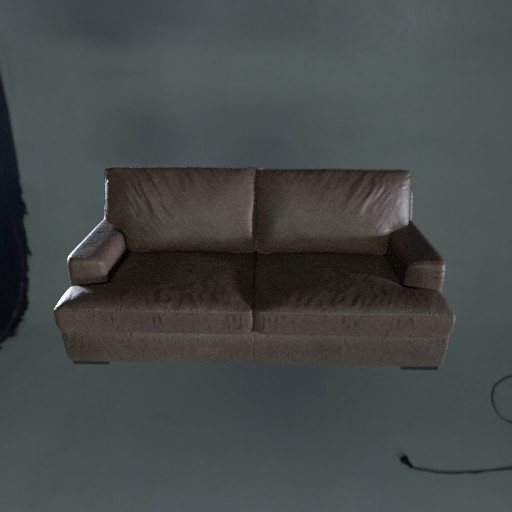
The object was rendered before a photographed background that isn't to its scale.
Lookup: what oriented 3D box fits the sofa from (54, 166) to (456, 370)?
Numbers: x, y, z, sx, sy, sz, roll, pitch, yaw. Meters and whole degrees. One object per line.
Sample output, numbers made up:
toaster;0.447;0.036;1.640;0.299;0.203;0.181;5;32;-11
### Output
sofa;0.000;0.000;2.828;2.261;0.941;1.143;1;28;1
